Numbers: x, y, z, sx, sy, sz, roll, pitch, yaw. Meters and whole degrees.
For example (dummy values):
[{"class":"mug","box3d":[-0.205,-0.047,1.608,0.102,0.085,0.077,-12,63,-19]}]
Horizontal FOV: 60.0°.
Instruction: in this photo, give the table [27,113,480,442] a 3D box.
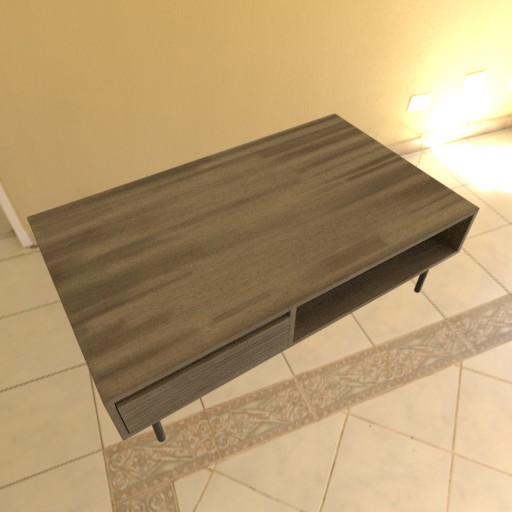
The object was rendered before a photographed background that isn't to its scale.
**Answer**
[{"class":"table","box3d":[0.000,0.000,1.355,1.088,0.347,0.643,-24,51,-22]}]
